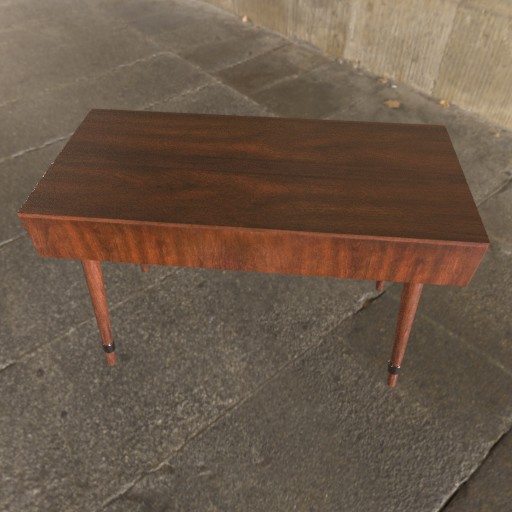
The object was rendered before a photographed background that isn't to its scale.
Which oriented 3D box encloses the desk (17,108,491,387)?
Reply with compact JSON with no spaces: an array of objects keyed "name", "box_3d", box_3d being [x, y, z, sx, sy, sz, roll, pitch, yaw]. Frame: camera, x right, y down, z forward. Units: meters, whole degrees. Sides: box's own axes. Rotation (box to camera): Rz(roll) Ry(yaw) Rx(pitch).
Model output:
[{"name":"desk","box_3d":[0.000,0.000,2.090,1.577,1.031,0.734,4,46,4]}]
